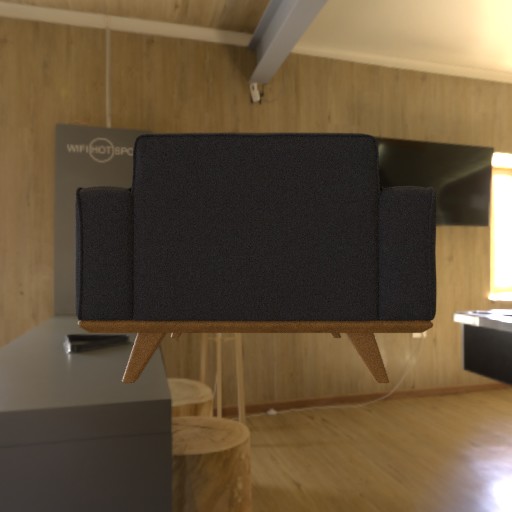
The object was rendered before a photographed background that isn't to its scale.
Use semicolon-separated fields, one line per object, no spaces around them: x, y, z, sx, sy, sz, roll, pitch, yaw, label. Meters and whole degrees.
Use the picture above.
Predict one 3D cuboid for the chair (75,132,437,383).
0.000;0.000;1.765;1.118;0.783;0.953;0;0;0;chair
